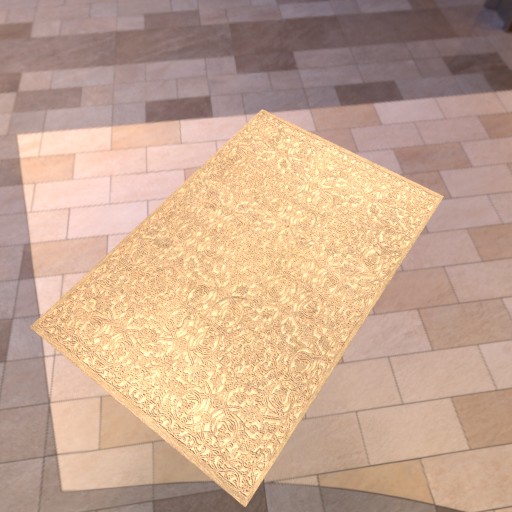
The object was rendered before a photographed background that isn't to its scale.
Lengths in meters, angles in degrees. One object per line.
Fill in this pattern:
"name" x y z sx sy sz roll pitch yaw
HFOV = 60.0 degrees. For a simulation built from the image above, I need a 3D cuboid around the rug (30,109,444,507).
"rug" 0.000 0.000 2.223 1.221 0.006 1.827 31 63 18
